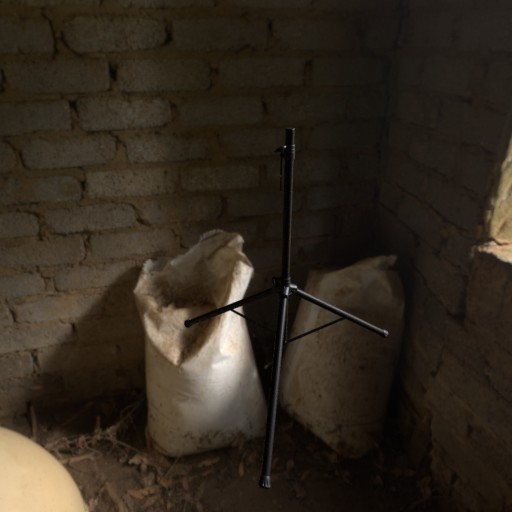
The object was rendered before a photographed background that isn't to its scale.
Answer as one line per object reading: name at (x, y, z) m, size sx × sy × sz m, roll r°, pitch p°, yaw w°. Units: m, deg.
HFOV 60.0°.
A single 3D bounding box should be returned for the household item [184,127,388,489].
household item at (0.000, 0.000, 2.743) m, size 1.339 × 1.595 × 1.596 m, roll 19°, pitch 32°, yaw 33°
